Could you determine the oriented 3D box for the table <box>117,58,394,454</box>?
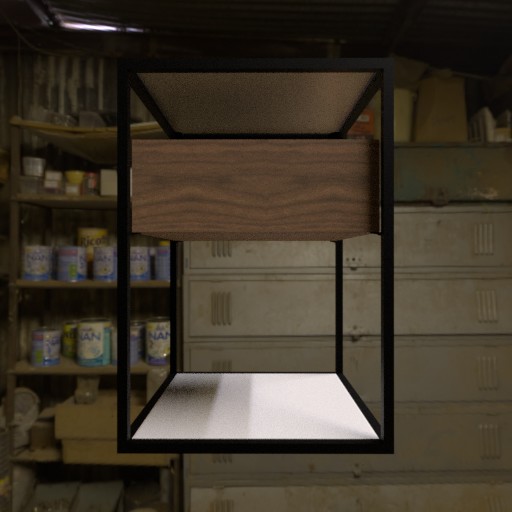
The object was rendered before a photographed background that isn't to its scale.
[{"bbox_3d":[0.000,0.000,0.793,0.378,0.540,0.378,0,0,0],"label":"table"}]
